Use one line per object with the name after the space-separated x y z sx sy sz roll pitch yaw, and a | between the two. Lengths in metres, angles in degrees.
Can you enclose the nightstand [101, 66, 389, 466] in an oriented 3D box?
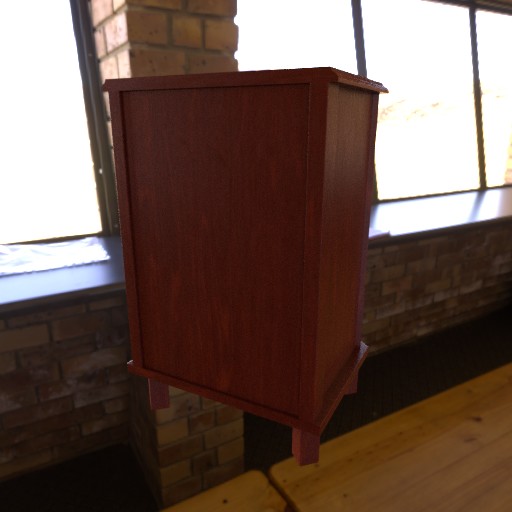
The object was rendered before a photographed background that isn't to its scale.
0.000 0.000 0.929 0.435 0.681 0.351 9 19 27 | nightstand
